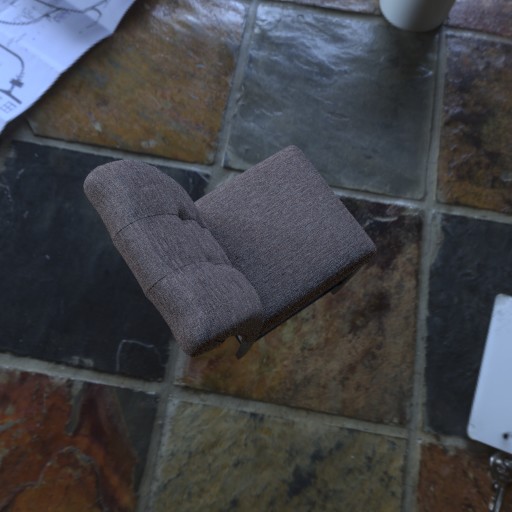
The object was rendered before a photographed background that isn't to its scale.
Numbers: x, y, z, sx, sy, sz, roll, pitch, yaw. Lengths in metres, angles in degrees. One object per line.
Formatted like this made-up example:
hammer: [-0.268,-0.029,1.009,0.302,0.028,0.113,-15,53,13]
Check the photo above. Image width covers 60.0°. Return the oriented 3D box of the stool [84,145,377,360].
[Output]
stool: [0.000,0.000,1.437,0.613,1.131,0.452,-33,77,-9]
